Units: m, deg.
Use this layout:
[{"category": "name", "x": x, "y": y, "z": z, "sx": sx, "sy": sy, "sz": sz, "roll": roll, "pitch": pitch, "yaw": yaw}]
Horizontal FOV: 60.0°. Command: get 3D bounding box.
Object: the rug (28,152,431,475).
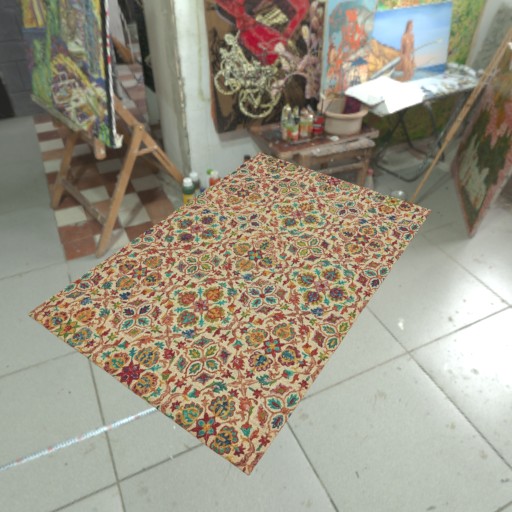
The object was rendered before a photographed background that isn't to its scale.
[{"category": "rug", "x": 0.000, "y": 0.000, "z": 2.293, "sx": 1.226, "sy": 0.013, "sz": 1.838, "roll": 25, "pitch": 47, "yaw": 26}]
